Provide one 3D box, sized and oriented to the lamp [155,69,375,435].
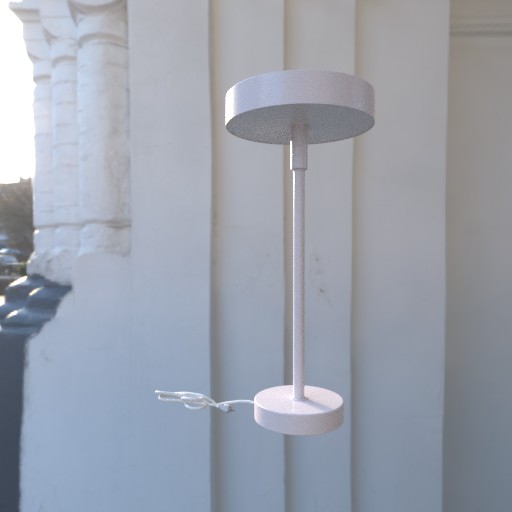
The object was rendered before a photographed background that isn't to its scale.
[{"bbox_3d":[0.000,0.000,0.716,0.369,0.508,0.229,0,1,17],"label":"lamp"}]
